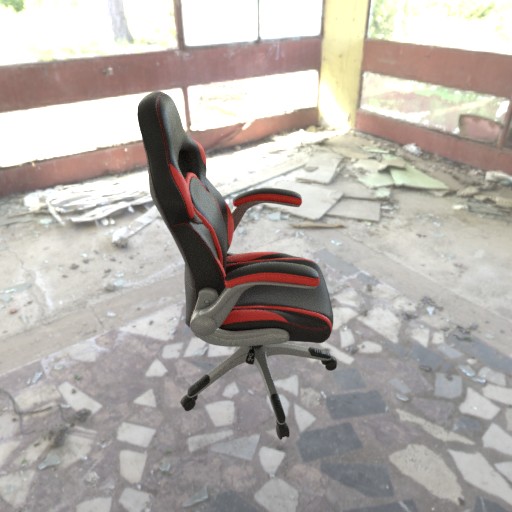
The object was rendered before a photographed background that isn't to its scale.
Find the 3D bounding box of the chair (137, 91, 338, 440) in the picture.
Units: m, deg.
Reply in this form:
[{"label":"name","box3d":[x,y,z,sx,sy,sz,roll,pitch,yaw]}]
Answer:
[{"label":"chair","box3d":[0.000,0.000,1.661,0.712,1.165,0.758,0,32,0]}]
